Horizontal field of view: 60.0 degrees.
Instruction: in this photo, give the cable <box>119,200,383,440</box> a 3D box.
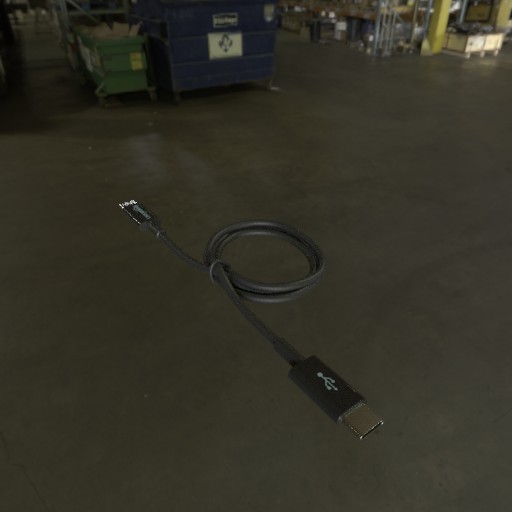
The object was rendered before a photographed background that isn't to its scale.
[{"bbox_3d":[0.000,0.000,0.224,0.070,0.014,0.203,-22,39,-30],"label":"cable"}]
